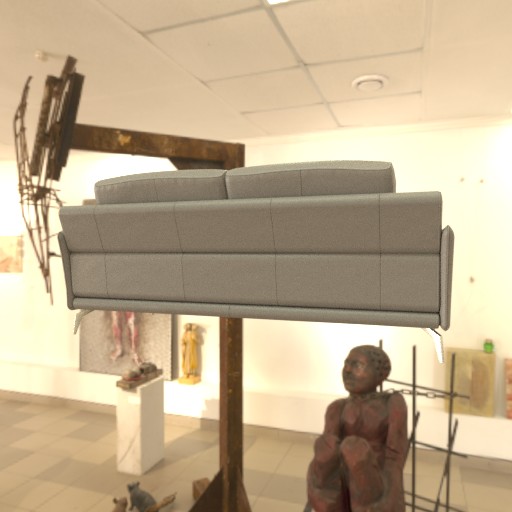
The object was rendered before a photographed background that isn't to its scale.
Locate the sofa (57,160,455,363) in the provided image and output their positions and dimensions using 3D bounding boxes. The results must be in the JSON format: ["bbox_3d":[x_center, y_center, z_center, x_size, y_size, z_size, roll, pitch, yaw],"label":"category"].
[{"bbox_3d":[0.000,0.000,2.656,2.101,0.930,1.049,0,1,19],"label":"sofa"}]
